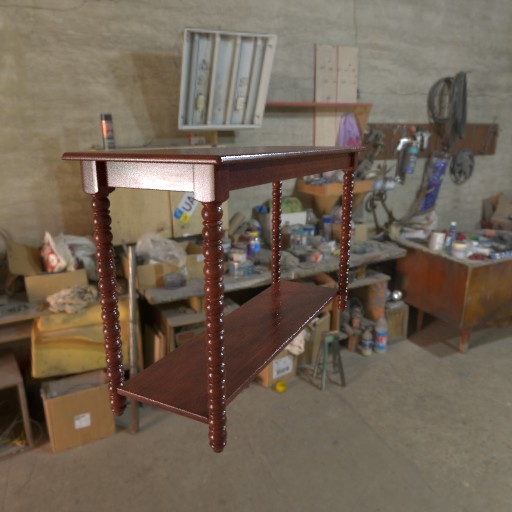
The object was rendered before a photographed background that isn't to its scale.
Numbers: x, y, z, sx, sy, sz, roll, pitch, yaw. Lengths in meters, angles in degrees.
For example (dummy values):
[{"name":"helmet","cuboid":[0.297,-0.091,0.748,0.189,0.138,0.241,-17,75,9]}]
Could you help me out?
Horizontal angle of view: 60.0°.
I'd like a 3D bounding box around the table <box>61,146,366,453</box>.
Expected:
[{"name":"table","cuboid":[0.000,0.000,1.571,0.459,0.740,1.184,8,17,26]}]
